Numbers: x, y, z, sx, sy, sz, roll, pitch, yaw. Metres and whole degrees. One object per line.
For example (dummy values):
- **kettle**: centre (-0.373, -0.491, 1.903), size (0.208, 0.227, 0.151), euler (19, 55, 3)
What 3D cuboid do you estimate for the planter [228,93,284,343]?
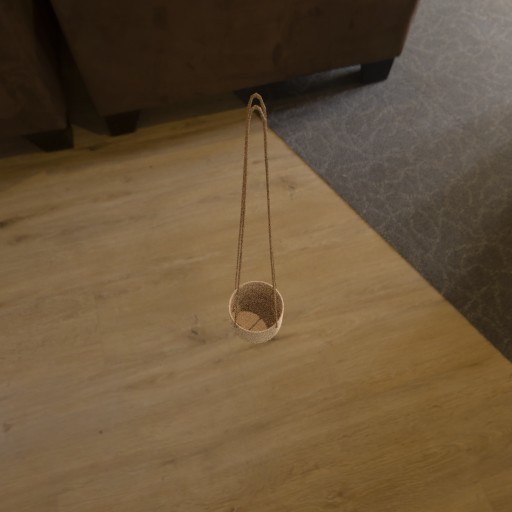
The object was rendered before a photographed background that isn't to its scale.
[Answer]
- **planter**: centre (0.000, 0.000, 0.906), size (0.146, 0.841, 0.146), euler (0, 63, 0)
